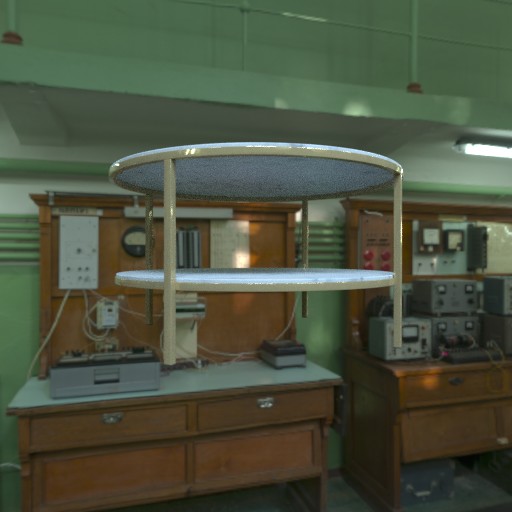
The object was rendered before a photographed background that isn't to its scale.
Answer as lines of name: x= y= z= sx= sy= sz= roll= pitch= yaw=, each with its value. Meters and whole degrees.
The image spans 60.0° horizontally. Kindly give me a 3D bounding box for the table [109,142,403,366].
table: x=0.000 y=0.000 z=1.269 sx=0.800 sy=0.450 sz=0.800 roll=0 pitch=0 yaw=0
